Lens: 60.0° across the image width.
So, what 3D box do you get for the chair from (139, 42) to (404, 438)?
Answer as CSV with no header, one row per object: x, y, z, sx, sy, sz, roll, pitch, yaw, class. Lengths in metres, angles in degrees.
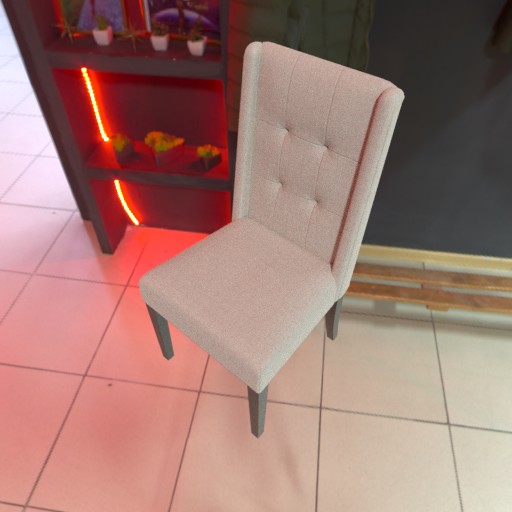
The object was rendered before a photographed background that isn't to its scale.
0.000,0.000,1.273,0.474,0.961,0.523,32,54,27,chair
